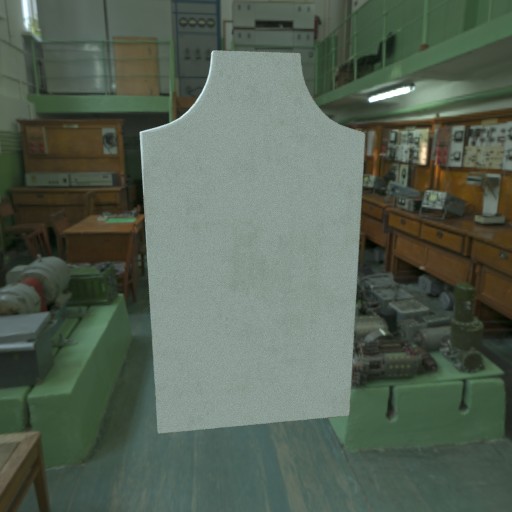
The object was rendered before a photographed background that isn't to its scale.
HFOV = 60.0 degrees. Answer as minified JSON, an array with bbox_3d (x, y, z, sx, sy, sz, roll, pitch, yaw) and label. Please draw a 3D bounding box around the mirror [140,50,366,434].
[{"bbox_3d":[0.000,0.000,0.847,0.403,0.717,0.022,-2,14,-9],"label":"mirror"}]
